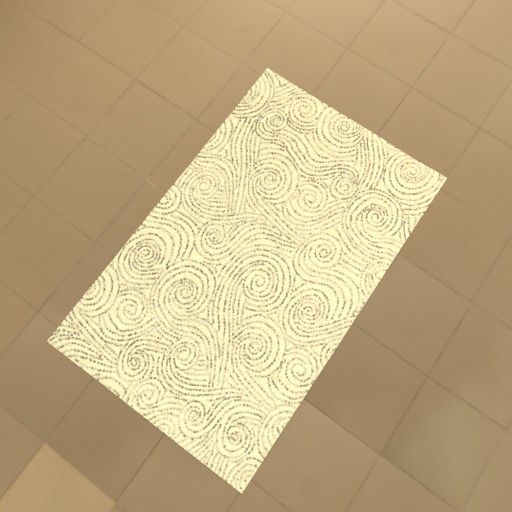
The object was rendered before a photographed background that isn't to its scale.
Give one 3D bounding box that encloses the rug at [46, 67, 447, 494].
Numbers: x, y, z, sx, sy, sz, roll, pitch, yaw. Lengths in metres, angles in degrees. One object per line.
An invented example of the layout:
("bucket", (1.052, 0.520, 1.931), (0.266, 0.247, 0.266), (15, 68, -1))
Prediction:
("rug", (0.000, 0.000, 2.931), (1.524, 0.005, 2.439), (34, 79, 8))
